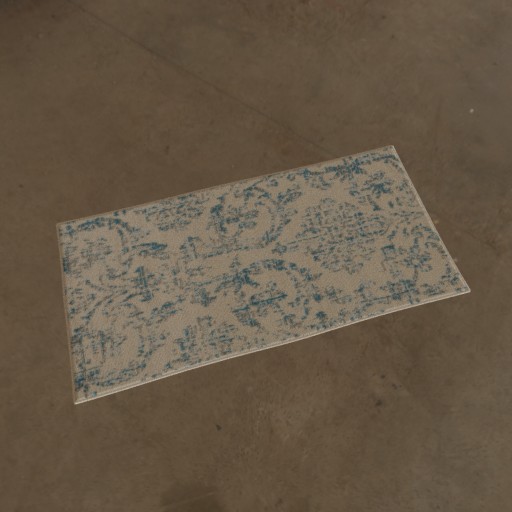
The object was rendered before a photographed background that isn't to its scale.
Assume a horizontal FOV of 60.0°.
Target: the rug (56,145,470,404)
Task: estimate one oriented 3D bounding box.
[{"bbox_3d":[0.000,0.000,1.427,1.220,0.007,0.605,-14,64,-7],"label":"rug"}]
